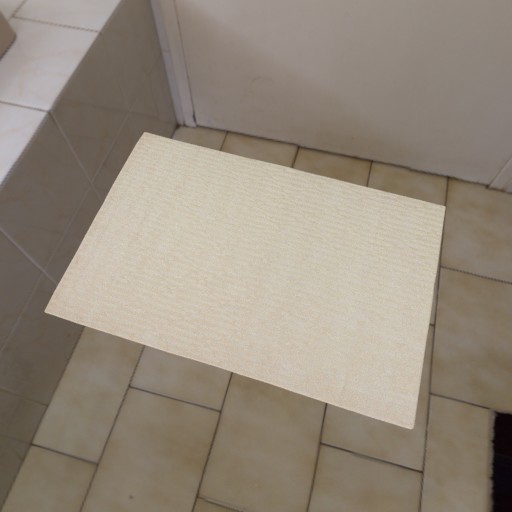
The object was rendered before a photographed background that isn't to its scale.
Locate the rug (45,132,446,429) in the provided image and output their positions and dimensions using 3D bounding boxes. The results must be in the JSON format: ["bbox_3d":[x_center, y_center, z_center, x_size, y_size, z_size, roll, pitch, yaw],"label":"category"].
[{"bbox_3d":[0.000,0.000,2.346,1.848,0.014,1.238,16,64,8],"label":"rug"}]
